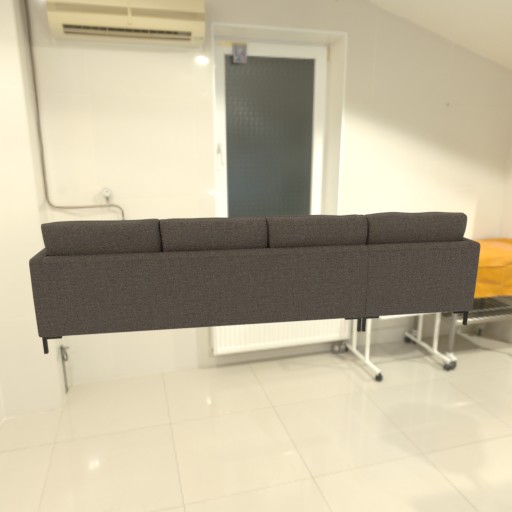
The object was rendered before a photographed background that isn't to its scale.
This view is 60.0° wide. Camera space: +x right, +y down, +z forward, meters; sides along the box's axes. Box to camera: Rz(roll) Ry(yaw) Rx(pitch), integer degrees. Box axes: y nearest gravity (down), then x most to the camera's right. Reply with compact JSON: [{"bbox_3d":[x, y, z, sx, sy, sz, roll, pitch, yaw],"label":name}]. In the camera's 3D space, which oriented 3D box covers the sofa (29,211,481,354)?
[{"bbox_3d":[0.000,0.000,3.219,2.731,0.754,1.258,-2,15,-9],"label":"sofa"}]
